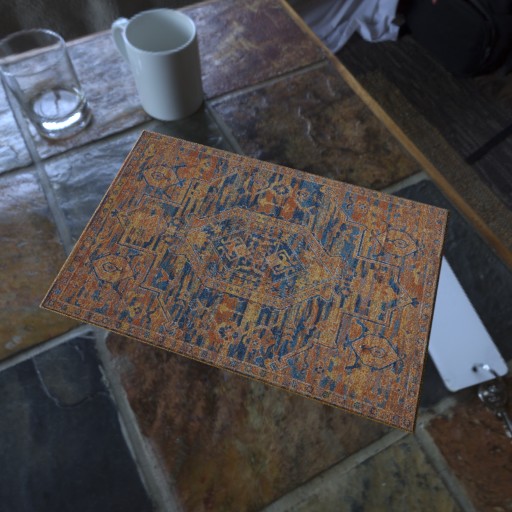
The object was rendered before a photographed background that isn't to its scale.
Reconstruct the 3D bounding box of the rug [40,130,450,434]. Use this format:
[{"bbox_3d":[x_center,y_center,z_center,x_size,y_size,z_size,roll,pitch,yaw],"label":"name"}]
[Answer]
[{"bbox_3d":[0.000,0.000,2.195,1.758,0.013,1.148,17,64,8],"label":"rug"}]
